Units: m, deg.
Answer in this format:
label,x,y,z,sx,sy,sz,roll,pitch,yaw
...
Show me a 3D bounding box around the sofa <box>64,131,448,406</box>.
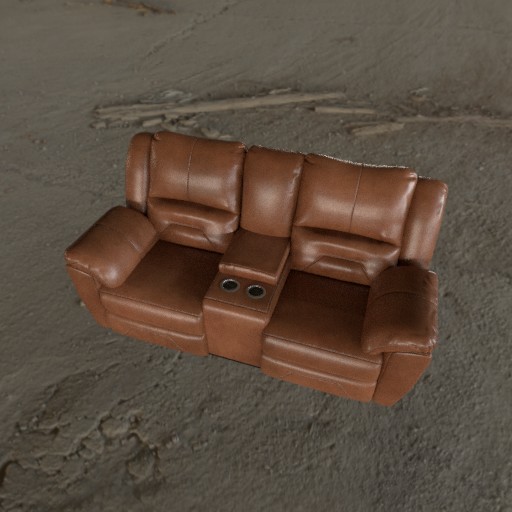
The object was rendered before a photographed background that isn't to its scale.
label,x,y,z,sx,sy,sz,roll,pitch,yaw
sofa,0.000,0.000,2.651,2.058,1.043,0.991,12,44,13
